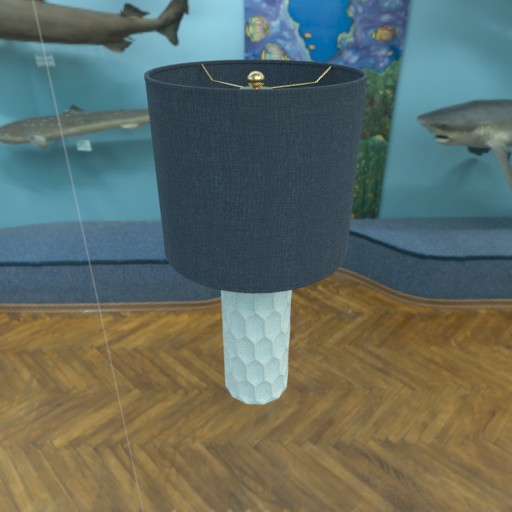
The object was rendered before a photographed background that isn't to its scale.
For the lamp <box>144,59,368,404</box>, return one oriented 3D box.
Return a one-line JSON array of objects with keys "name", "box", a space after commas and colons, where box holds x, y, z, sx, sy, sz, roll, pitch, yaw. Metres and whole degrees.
[{"name": "lamp", "box": [0.000, 0.000, 0.692, 0.277, 0.537, 0.277, 1, 30, 1]}]
